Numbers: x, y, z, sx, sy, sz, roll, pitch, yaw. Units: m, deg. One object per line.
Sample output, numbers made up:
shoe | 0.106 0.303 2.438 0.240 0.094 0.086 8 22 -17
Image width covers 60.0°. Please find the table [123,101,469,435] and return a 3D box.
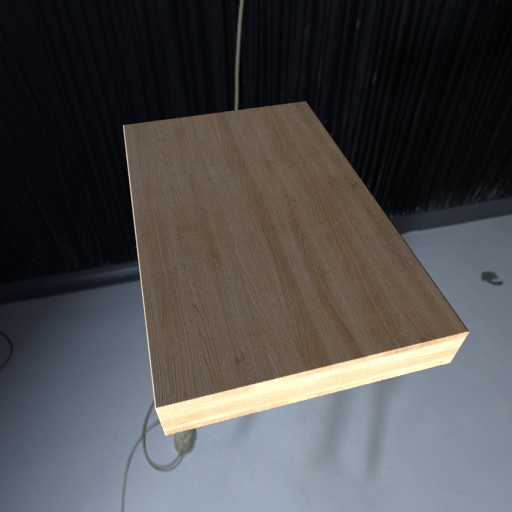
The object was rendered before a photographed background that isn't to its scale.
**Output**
table | 0.000 0.000 1.456 0.700 0.440 1.100 -11 47 -10
